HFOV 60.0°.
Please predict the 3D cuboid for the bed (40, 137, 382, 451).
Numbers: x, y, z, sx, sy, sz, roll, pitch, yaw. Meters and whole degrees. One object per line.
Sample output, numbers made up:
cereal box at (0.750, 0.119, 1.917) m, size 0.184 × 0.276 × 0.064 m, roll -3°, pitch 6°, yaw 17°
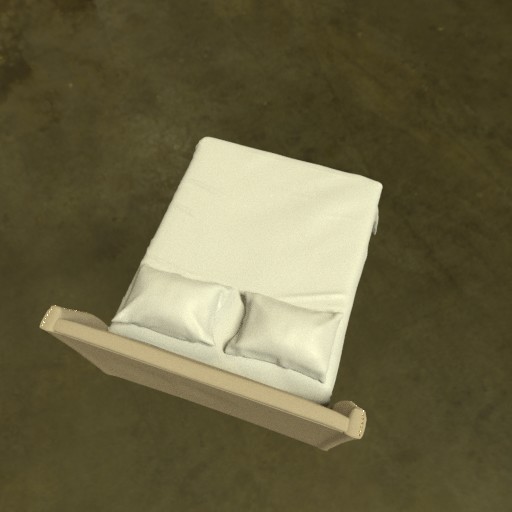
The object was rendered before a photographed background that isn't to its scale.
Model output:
bed at (0.000, 0.000, 3.463) m, size 1.925 × 1.332 × 2.276 m, roll 17°, pitch 65°, yaw 8°
